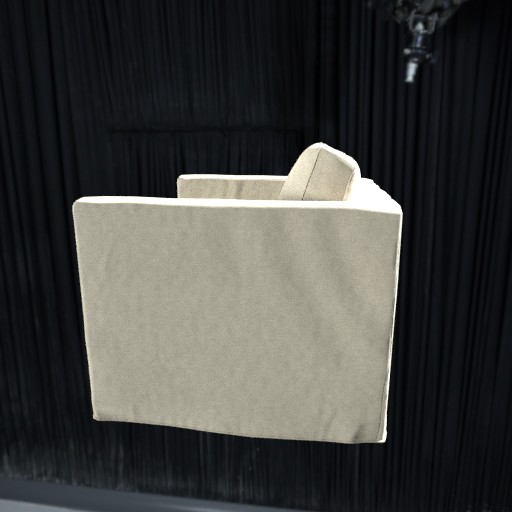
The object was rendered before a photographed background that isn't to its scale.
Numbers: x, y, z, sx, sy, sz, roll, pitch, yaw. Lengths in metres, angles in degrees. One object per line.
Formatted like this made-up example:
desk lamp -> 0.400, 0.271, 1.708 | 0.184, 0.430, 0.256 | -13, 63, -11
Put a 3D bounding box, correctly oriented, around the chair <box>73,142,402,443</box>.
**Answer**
chair -> 0.000, 0.000, 1.748 | 0.949, 0.867, 1.057 | 2, 14, 8
